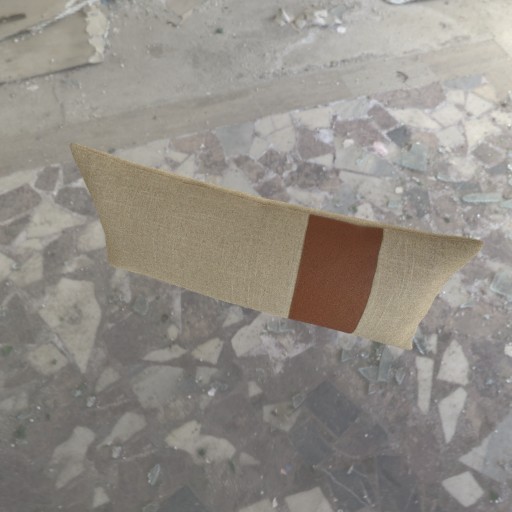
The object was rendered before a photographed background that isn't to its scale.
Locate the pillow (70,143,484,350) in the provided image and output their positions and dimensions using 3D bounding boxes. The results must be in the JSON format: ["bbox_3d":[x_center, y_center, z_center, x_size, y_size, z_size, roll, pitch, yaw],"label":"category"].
[{"bbox_3d":[0.000,0.000,0.736,0.612,0.282,0.155,15,59,9],"label":"pillow"}]
